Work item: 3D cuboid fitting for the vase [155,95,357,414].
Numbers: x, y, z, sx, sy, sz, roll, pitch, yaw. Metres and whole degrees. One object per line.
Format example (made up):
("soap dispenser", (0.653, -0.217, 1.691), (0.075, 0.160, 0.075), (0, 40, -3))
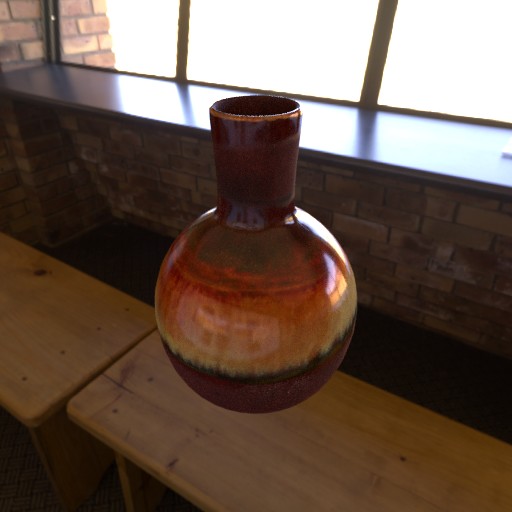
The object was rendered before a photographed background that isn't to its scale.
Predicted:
("vase", (0.000, 0.000, 0.233), (0.111, 0.154, 0.111), (0, 32, 0))
